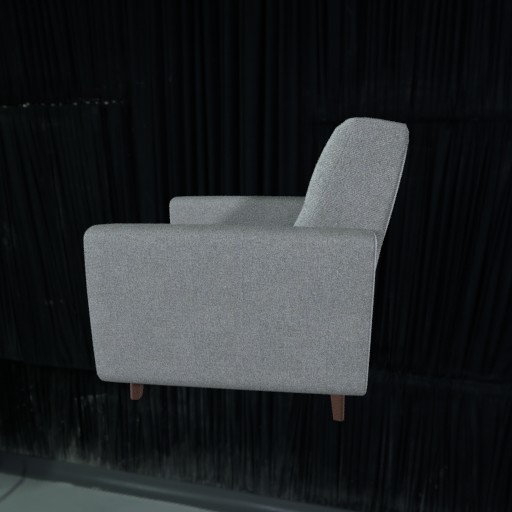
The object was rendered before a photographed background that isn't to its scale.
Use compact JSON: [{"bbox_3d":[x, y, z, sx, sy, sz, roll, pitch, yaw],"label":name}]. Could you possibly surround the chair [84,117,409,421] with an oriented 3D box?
[{"bbox_3d":[0.000,0.000,1.652,0.942,0.968,0.845,3,15,10],"label":"chair"}]
